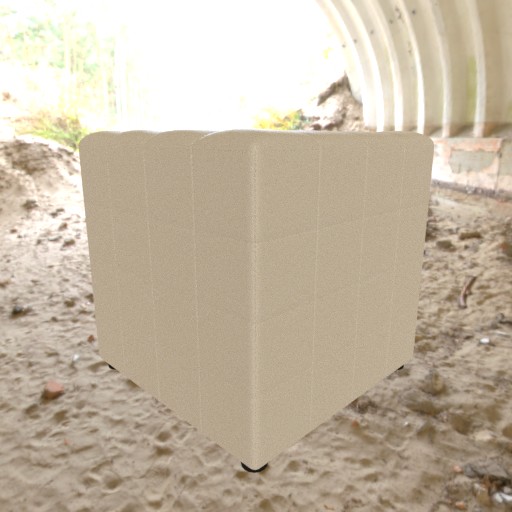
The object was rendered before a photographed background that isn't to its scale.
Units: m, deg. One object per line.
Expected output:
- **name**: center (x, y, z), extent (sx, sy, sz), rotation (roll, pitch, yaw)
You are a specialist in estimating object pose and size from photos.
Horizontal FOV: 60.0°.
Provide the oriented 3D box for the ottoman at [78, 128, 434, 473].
- **ottoman**: center (0.000, 0.000, 0.790), extent (0.425, 0.432, 0.425), rotation (-14, 21, -43)
